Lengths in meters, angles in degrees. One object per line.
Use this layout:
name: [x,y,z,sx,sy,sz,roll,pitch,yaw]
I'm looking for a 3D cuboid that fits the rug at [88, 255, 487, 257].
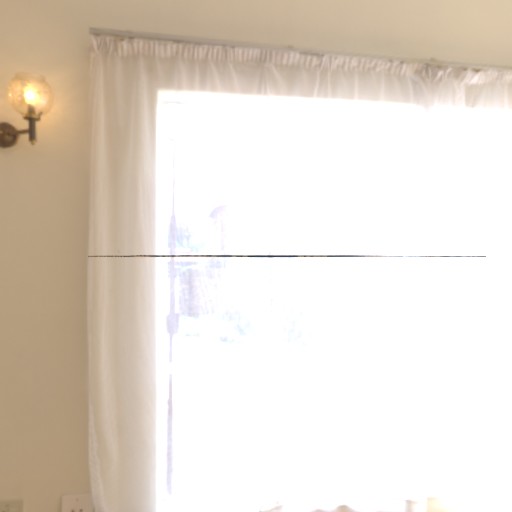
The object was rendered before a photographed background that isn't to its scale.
rug: [0.000,0.000,2.783,1.524,0.013,2.135,0,0,-35]
